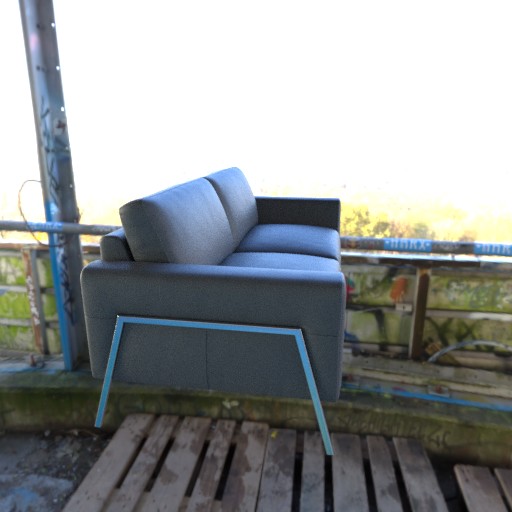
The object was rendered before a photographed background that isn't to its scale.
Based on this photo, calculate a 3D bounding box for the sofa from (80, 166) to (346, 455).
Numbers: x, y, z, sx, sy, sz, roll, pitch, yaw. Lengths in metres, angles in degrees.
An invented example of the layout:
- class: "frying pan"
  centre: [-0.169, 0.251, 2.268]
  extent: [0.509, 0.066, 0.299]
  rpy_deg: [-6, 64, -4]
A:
- class: "sofa"
  centre: [0.000, 0.000, 2.495]
  extent: [0.953, 0.875, 2.017]
  rpy_deg: [3, 16, 10]
